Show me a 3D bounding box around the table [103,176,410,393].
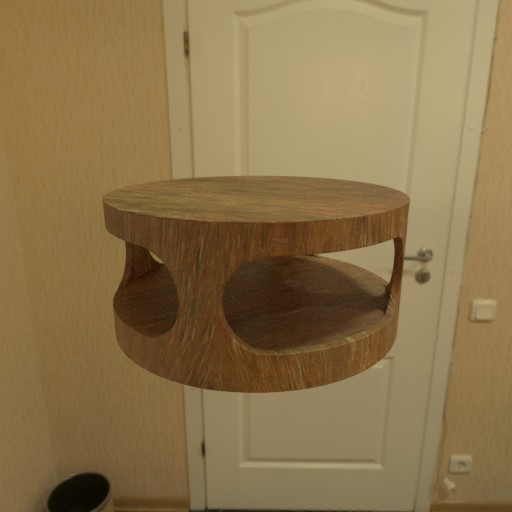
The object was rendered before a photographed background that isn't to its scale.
[{"bbox_3d":[0.000,0.000,1.546,0.974,0.450,0.974,0,16,0],"label":"table"}]
